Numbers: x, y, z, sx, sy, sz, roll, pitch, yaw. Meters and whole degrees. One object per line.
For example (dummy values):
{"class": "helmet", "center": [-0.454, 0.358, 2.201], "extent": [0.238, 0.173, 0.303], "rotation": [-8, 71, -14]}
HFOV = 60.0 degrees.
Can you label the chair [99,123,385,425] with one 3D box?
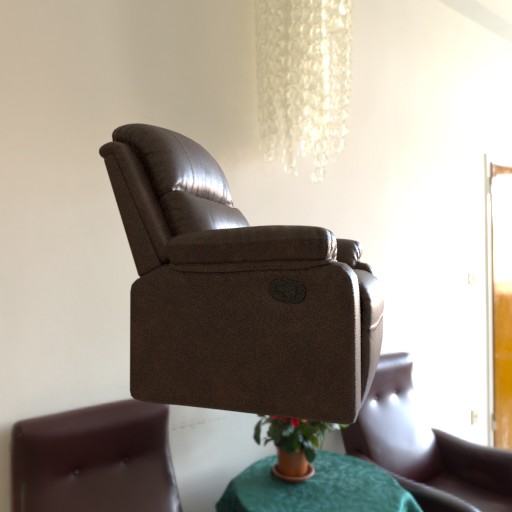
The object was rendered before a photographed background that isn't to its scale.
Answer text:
{"class": "chair", "center": [0.000, 0.000, 1.680], "extent": [0.919, 0.992, 0.855], "rotation": [0, -1, 19]}
